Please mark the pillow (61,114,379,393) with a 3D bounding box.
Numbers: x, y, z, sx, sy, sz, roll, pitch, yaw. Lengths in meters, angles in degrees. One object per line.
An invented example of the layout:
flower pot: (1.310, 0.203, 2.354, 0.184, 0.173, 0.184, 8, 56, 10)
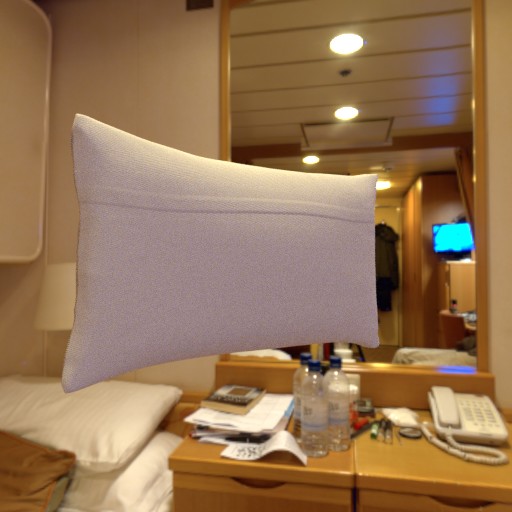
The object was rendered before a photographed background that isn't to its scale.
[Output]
pillow: (0.000, 0.000, 0.621, 0.506, 0.305, 0.139, 1, -2, -35)
